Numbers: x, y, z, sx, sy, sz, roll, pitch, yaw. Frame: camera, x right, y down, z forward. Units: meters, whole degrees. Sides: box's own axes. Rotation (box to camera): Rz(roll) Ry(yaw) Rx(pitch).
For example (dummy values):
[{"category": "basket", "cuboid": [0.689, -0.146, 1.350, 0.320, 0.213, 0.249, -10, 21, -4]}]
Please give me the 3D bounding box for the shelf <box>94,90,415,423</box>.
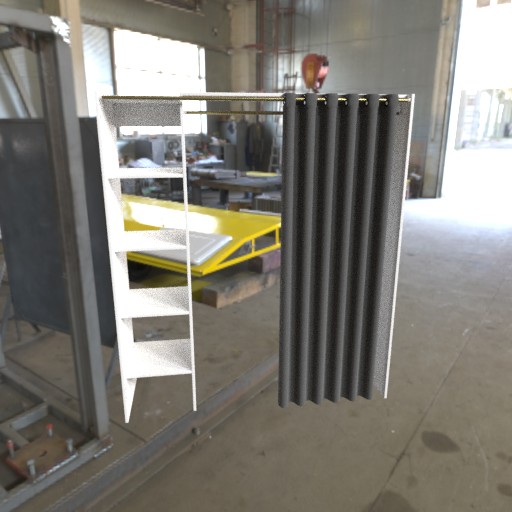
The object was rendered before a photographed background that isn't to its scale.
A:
[{"category": "shelf", "cuboid": [0.000, 0.000, 2.647, 1.600, 1.810, 0.500, -2, 16, -8]}]
